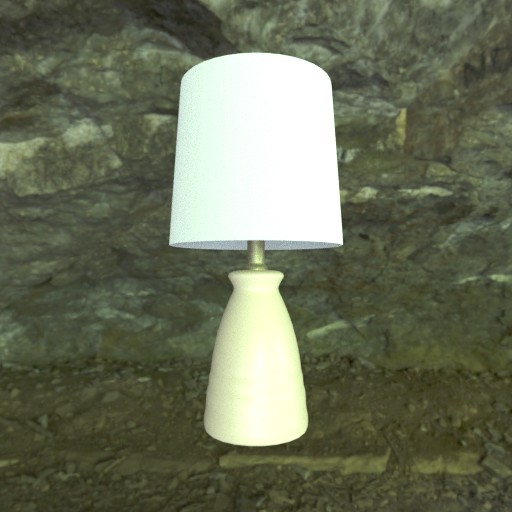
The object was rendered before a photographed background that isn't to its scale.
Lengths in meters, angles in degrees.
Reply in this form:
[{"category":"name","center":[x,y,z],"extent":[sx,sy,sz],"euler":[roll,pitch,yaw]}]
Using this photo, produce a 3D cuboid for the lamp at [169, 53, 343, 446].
[{"category":"lamp","center":[0.000,0.000,0.484],"extent":[0.186,0.369,0.186],"euler":[0,-2,0]}]
